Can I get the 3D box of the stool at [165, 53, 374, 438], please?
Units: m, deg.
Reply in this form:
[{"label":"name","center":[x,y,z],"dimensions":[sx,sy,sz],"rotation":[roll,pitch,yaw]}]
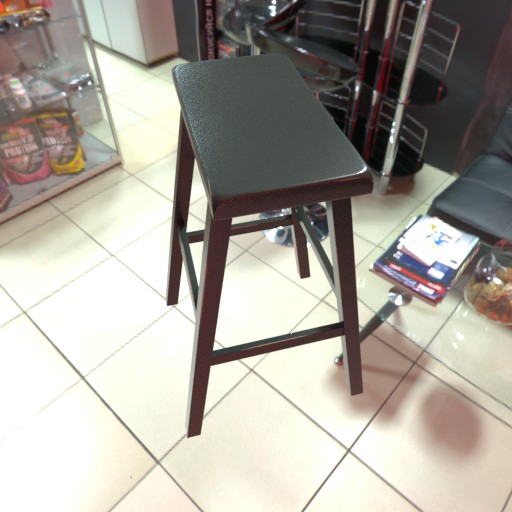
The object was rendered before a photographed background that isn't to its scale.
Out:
[{"label":"stool","center":[0.000,0.000,1.034],"dimensions":[0.476,0.737,0.457],"rotation":[-11,48,-10]}]
